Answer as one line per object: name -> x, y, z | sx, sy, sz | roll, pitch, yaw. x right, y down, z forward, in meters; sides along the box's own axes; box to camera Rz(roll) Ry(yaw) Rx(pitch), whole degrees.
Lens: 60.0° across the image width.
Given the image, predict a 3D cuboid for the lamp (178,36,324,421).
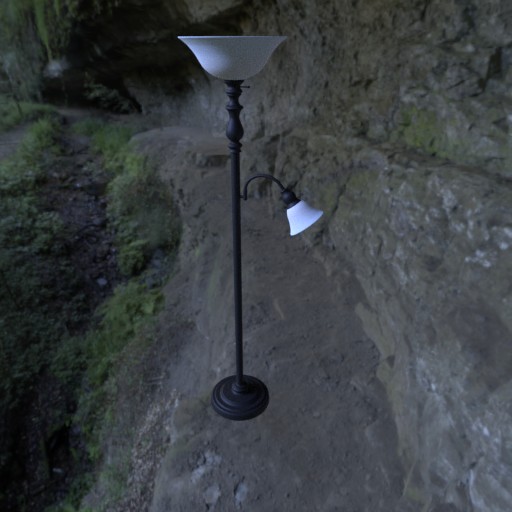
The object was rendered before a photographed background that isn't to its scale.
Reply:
lamp -> 0.000, 0.000, 2.022 | 0.588, 1.793, 0.405 | 9, 27, 17
